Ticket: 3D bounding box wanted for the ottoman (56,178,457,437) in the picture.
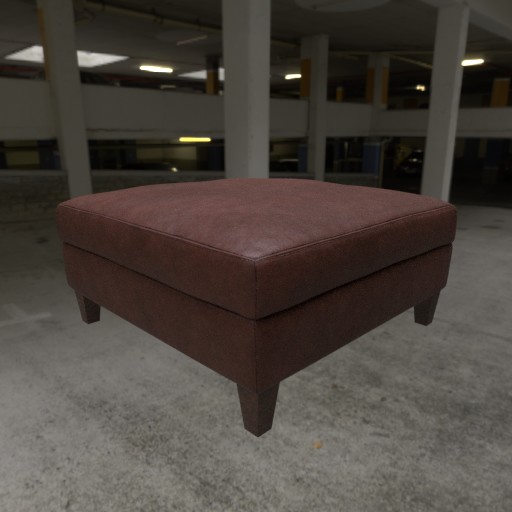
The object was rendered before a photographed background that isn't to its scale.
[{"bbox_3d":[0.000,0.000,1.294,0.836,0.415,0.844,-15,22,-43],"label":"ottoman"}]
